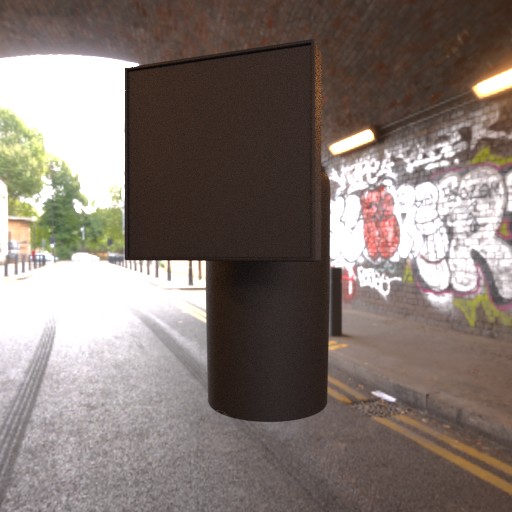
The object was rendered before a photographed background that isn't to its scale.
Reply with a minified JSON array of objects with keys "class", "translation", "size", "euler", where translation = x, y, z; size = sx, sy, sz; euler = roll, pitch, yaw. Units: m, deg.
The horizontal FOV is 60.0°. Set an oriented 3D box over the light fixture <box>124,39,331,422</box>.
[{"class":"light fixture","translation":[0.000,0.000,0.363],"size":[0.130,0.257,0.176],"euler":[0,1,18]}]
